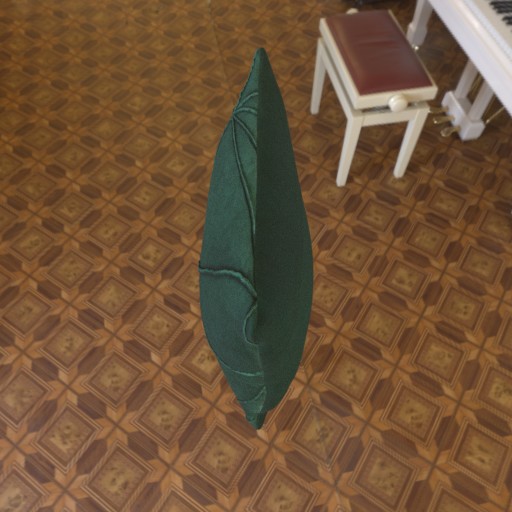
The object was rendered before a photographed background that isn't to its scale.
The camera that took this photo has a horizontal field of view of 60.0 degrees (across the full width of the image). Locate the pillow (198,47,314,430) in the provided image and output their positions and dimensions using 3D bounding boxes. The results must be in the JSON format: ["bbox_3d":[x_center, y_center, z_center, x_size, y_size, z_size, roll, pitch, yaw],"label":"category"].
[{"bbox_3d":[0.000,0.000,0.694,0.184,0.440,0.439,1,58,1],"label":"pillow"}]
